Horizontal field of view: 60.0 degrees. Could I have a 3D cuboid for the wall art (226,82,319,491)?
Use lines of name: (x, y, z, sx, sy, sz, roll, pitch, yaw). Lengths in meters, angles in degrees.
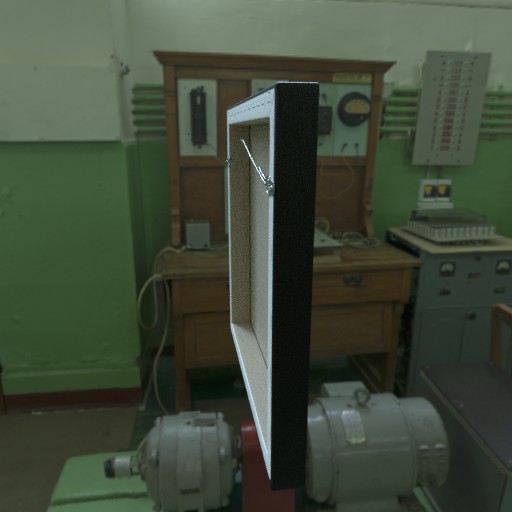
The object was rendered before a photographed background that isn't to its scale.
wall art: (0.000, 0.000, 0.608, 0.041, 0.407, 0.406, -3, 16, -9)
